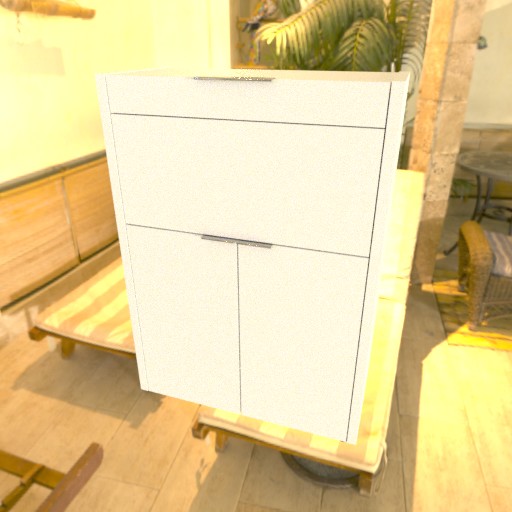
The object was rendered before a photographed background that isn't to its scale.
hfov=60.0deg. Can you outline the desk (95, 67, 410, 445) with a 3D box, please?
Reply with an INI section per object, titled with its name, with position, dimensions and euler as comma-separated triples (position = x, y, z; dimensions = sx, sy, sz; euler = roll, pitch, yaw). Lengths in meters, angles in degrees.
[desk]
position = 0.000, 0.000, 1.554
dimensions = 0.850, 1.190, 0.390
euler = 8, 27, 17
